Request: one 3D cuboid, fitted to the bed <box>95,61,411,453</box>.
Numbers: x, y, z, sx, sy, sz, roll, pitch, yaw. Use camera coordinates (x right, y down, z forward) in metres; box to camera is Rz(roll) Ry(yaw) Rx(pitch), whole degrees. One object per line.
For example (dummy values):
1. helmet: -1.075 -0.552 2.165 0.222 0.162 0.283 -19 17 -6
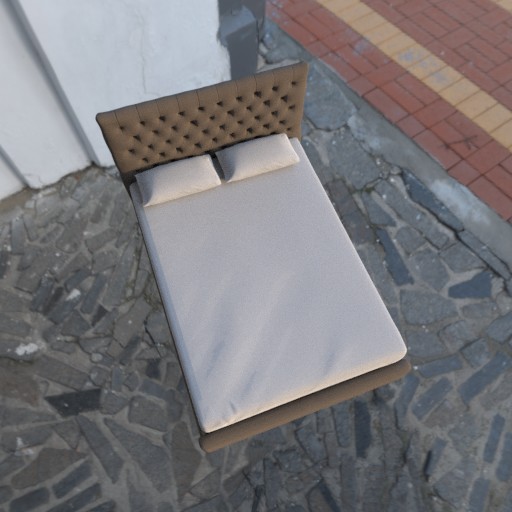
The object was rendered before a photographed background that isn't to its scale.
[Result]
1. bed: 0.000 0.000 3.508 1.698 1.427 2.387 -18 65 -9
